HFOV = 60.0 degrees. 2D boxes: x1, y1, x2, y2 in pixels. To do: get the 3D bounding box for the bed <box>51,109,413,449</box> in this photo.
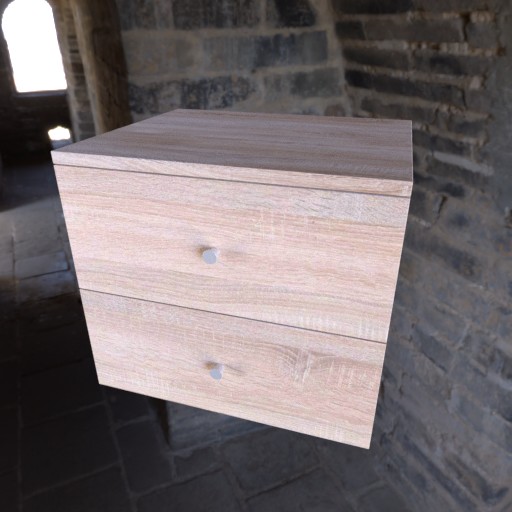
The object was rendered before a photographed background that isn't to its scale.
[{"bbox_3d":[0.000,0.000,0.779,0.460,0.420,0.401,8,28,15],"label":"bed"}]
